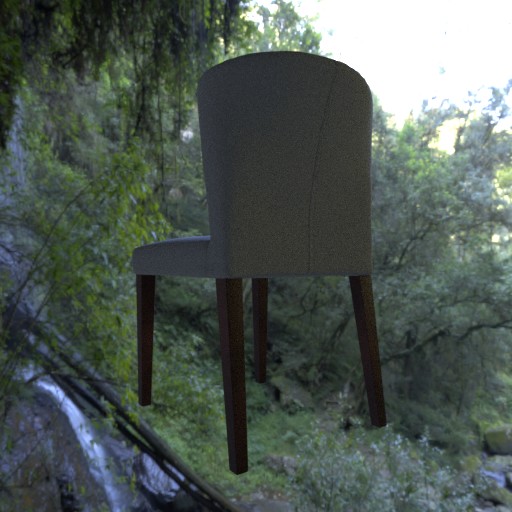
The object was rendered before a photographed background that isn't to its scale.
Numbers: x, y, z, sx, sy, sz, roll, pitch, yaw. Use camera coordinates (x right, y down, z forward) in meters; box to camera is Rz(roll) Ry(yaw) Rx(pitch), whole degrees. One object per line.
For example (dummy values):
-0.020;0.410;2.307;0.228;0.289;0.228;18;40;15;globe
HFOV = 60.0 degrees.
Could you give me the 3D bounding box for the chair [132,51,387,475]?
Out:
0.000;0.000;1.170;0.491;0.839;0.592;1;-1;-36;chair
